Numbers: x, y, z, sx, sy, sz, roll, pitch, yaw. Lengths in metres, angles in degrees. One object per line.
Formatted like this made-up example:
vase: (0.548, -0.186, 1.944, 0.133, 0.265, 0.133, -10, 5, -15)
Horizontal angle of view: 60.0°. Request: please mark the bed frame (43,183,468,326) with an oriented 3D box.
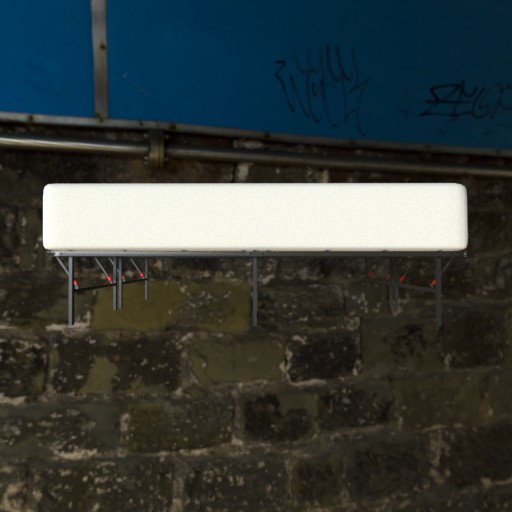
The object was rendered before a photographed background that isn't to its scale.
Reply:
bed frame: (0.000, 0.000, 2.829, 2.037, 0.677, 1.528, 0, -1, 0)
